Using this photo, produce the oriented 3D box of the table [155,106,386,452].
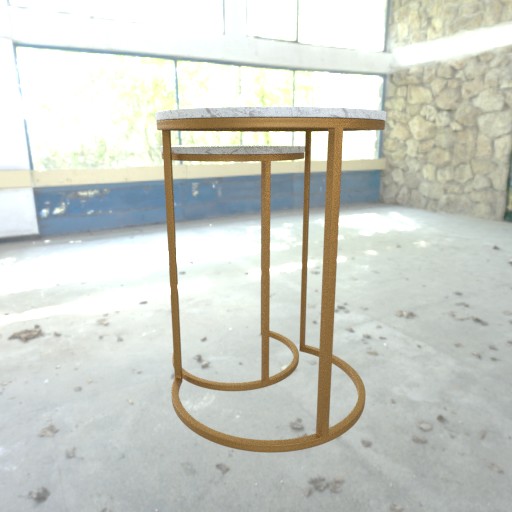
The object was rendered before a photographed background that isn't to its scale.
[{"bbox_3d":[0.000,0.000,0.909,0.400,0.550,0.507,-8,17,-27],"label":"table"}]
